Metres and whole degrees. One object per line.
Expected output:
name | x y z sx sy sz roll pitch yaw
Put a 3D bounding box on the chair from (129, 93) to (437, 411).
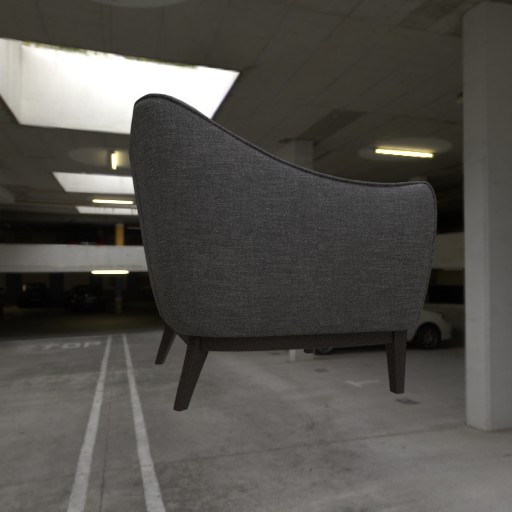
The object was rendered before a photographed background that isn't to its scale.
chair | 0.000 0.000 1.544 0.851 0.829 0.870 0 -2 -18
